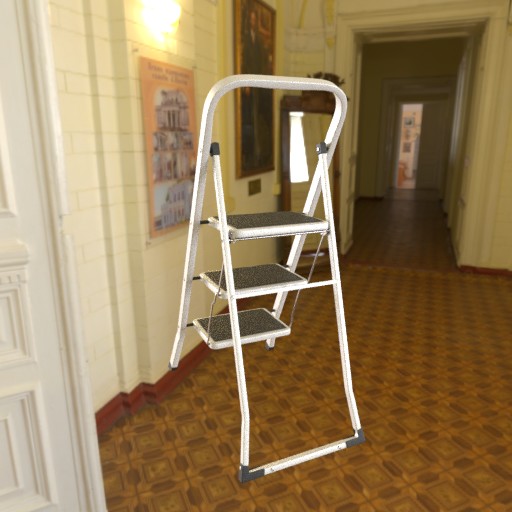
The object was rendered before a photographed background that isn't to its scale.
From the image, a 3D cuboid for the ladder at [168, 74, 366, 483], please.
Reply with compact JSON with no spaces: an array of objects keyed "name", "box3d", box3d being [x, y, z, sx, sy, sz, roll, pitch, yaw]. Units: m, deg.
[{"name":"ladder","box3d":[0.000,0.000,1.441,0.460,1.050,0.711,-7,16,-24]}]
